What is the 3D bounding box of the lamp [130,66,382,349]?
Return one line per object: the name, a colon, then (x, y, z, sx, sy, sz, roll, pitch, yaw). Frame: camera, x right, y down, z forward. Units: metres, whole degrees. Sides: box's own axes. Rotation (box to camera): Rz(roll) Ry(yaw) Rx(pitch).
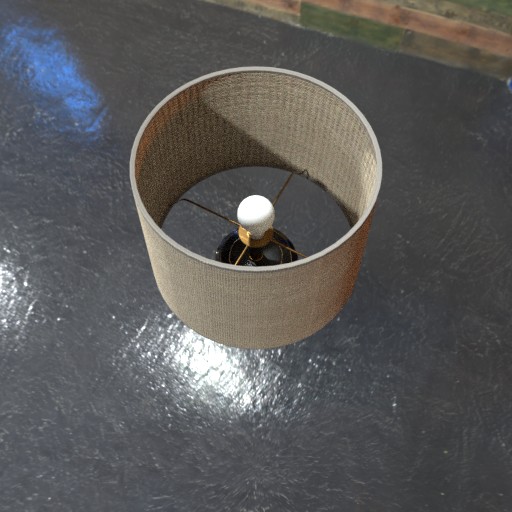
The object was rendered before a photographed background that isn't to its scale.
lamp: (0.000, 0.000, 0.840, 0.376, 0.594, 0.376, 0, 64, 0)
